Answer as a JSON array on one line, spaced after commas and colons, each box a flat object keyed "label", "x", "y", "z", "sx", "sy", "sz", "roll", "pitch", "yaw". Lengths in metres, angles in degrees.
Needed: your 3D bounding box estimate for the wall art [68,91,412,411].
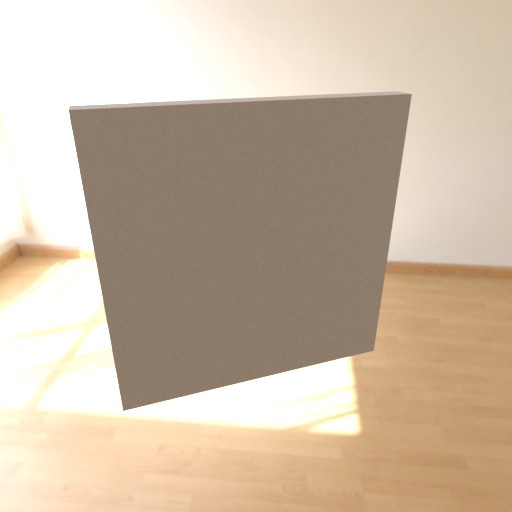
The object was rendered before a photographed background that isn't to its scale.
[{"label": "wall art", "x": 0.000, "y": 0.000, "z": 0.528, "sx": 0.355, "sy": 0.355, "sz": 0.027, "roll": -9, "pitch": 28, "yaw": -17}]
